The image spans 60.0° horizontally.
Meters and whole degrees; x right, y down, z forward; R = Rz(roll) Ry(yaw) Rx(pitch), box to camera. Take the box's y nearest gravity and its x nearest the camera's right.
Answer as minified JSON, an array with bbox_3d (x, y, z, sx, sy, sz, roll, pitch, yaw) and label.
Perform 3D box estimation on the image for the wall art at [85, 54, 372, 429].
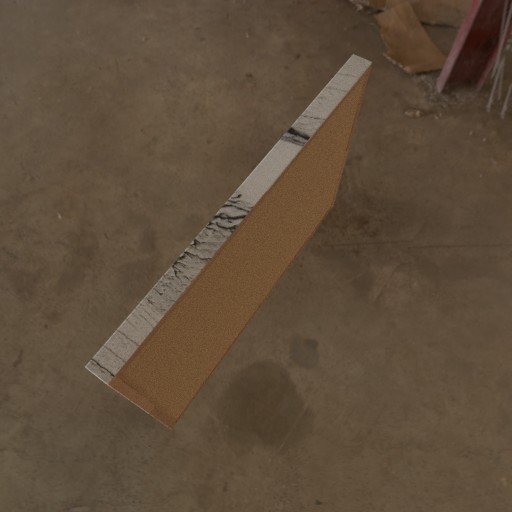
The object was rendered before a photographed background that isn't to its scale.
[{"bbox_3d":[0.000,0.000,0.776,0.035,0.407,0.613,31,67,15],"label":"wall art"}]
